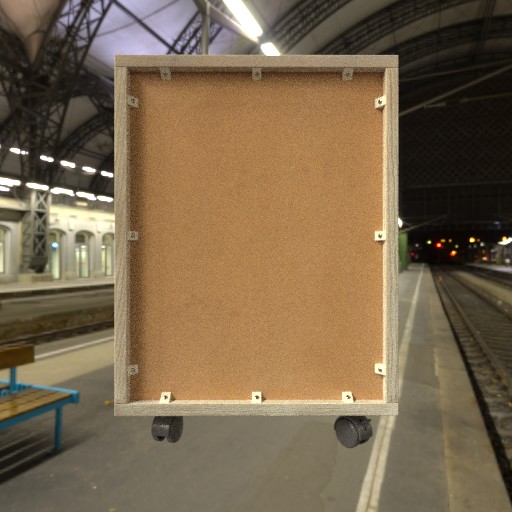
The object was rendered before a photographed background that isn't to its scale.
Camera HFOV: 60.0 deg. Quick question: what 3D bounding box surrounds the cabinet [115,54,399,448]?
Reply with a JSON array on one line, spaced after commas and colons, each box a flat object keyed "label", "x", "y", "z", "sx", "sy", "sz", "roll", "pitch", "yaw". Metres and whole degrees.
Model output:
[{"label": "cabinet", "x": 0.000, "y": 0.000, "z": 0.838, "sx": 0.409, "sy": 0.579, "sz": 0.401, "roll": 0, "pitch": 0, "yaw": 0}]
